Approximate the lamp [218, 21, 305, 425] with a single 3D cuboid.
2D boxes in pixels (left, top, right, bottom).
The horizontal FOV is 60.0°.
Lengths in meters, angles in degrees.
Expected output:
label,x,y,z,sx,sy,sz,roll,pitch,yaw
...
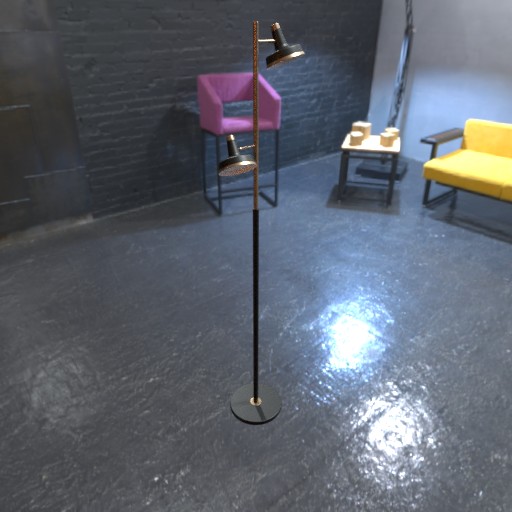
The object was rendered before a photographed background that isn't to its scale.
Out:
label,x,y,z,sx,sy,sz,roll,pitch,yaw
lamp,0.000,0.000,1.791,0.351,1.674,0.253,-21,35,-33
